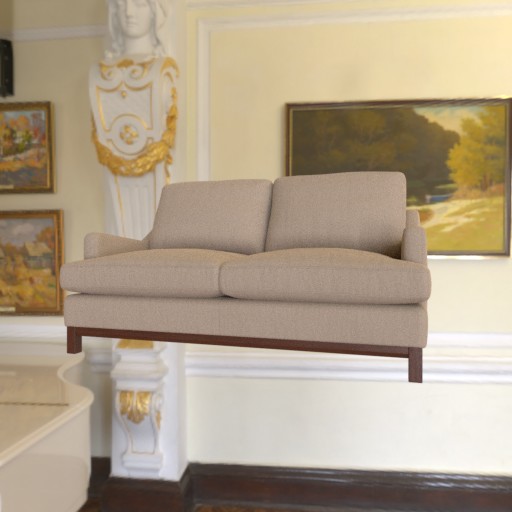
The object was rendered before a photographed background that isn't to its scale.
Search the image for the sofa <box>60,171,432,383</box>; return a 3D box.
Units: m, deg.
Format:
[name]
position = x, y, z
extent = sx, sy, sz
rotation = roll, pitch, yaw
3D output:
[sofa]
position = 0.000, 0.000, 2.263
extent = 1.619, 0.910, 1.004
rotation = 0, 0, 18
